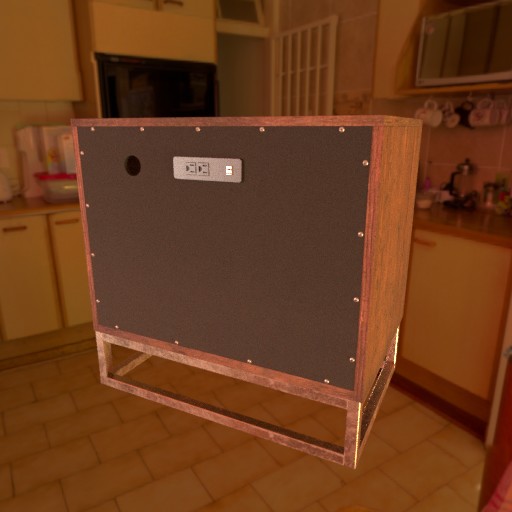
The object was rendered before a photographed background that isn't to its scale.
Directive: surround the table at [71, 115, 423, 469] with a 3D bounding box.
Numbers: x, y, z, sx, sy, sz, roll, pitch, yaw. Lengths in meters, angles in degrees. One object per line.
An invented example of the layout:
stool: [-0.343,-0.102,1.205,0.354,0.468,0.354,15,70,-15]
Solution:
table: [0.000,0.000,1.262,0.767,0.746,0.542,8,18,26]
